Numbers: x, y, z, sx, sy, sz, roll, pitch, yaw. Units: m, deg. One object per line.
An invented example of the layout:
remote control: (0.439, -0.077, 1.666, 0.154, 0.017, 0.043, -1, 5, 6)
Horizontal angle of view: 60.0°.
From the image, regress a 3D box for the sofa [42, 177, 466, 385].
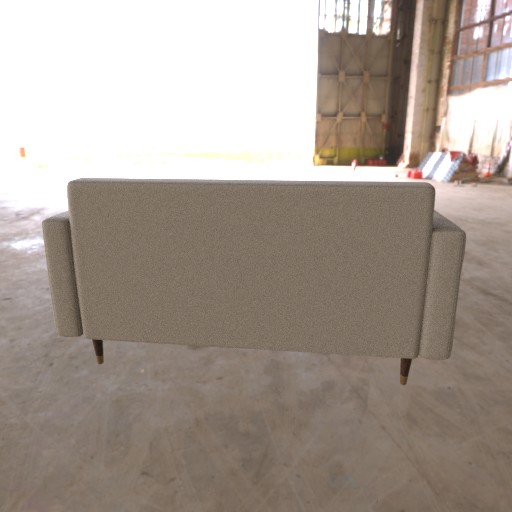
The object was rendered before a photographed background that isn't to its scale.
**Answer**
sofa: (0.000, 0.000, 2.122, 1.585, 0.801, 0.950, 2, 16, 7)
